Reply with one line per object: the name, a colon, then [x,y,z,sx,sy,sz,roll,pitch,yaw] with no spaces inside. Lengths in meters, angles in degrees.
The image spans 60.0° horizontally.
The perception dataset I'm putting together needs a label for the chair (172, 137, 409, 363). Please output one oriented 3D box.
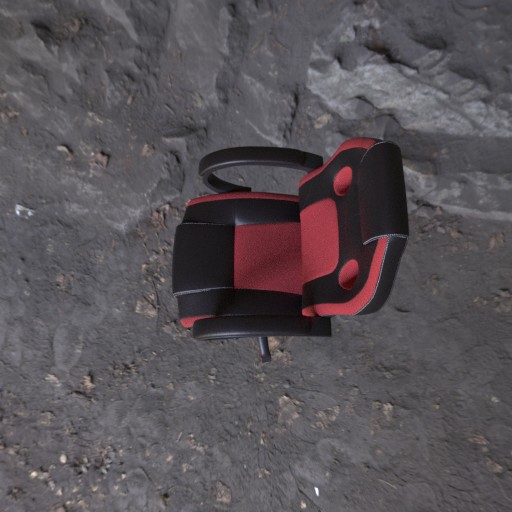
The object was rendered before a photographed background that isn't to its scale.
chair: [0.000,0.000,1.692,0.783,1.189,0.750,0,74,0]
